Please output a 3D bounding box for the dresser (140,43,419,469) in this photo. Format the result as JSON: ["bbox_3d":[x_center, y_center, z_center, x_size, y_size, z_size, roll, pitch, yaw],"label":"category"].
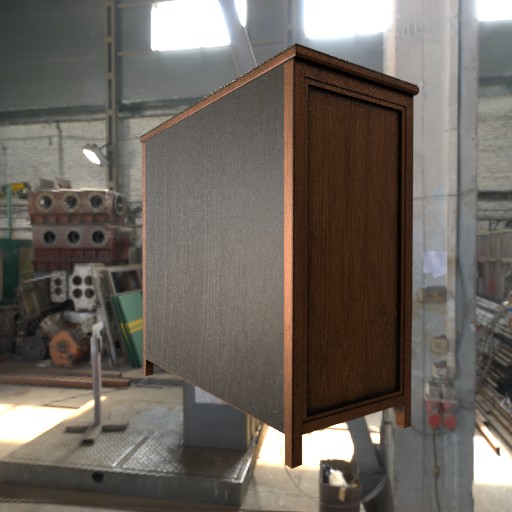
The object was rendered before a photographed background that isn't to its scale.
[{"bbox_3d":[0.000,0.000,1.941,0.591,1.224,1.250,0,1,-35],"label":"dresser"}]
